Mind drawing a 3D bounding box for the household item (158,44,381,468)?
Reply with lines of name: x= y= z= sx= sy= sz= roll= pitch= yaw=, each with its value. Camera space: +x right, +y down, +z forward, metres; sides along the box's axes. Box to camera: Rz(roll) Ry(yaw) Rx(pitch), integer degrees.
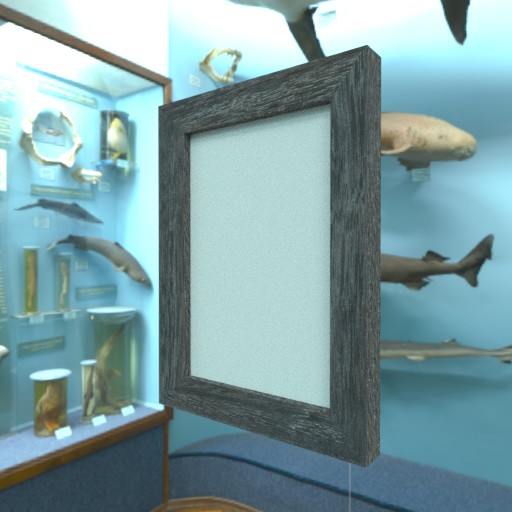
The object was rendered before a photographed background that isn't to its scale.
household item: x=0.000 y=0.000 z=0.236 sx=0.133 sy=0.180 sz=0.020 roll=1 pitch=1 yaw=37
